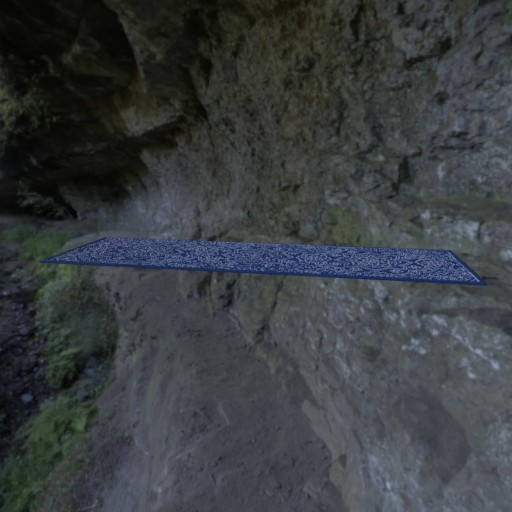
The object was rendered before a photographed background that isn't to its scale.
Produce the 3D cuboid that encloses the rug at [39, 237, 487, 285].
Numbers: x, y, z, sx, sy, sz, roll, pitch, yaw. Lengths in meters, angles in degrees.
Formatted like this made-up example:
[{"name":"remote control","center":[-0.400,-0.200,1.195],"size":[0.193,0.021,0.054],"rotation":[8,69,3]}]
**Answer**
[{"name":"rug","center":[0.000,0.000,2.740],"size":[2.448,0.012,0.769],"rotation":[3,14,10]}]
